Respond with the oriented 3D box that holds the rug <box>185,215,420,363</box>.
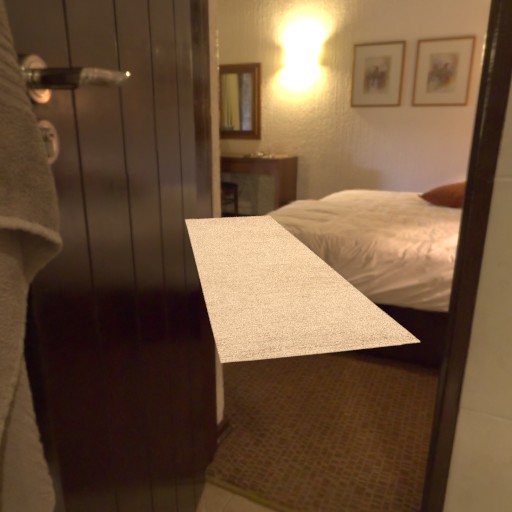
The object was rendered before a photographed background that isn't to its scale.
[{"bbox_3d":[0.000,0.000,2.593,0.712,0.013,2.346,-3,17,-11],"label":"rug"}]
